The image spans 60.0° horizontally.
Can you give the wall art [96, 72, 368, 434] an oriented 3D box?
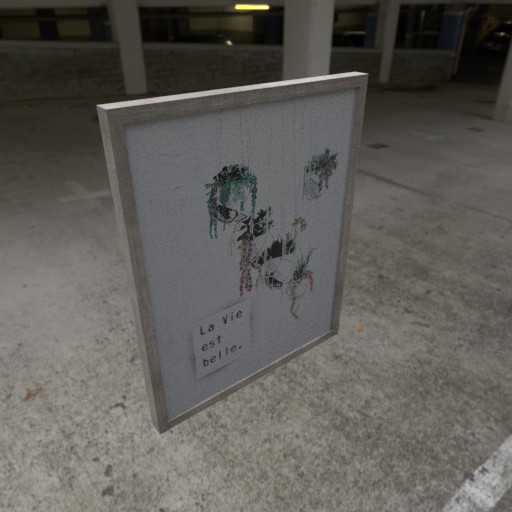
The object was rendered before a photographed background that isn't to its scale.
[{"bbox_3d":[0.000,0.000,0.722,0.421,0.521,0.032,-21,36,-32],"label":"wall art"}]
